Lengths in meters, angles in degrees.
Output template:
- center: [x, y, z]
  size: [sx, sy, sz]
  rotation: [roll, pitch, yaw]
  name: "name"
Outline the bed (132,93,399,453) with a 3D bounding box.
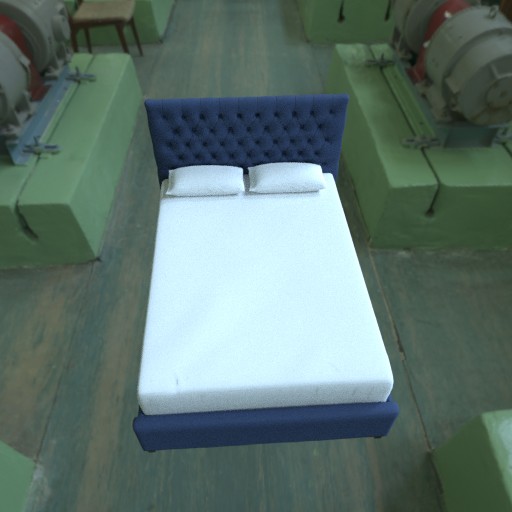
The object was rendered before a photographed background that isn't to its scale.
- center: [0.000, 0.000, 3.394]
  size: [1.706, 1.427, 2.387]
  rotation: [-3, 47, -2]
  name: "bed"
